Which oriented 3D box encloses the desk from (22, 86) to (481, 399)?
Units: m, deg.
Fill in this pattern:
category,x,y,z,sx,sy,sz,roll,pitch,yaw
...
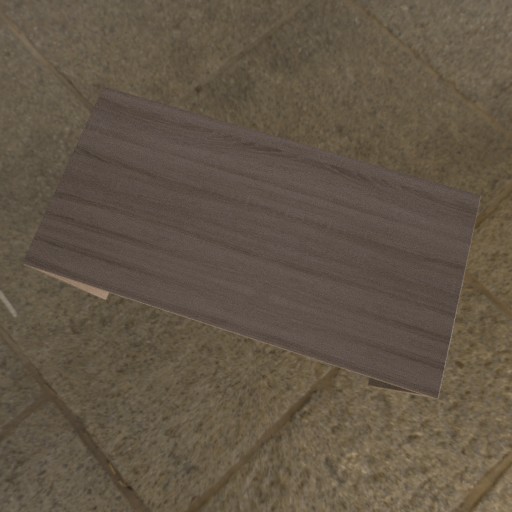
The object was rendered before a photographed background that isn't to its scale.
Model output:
category,x,y,z,sx,sy,sz,roll,pitch,yaw
desk,0.000,0.000,1.833,1.380,0.745,0.690,17,77,4
